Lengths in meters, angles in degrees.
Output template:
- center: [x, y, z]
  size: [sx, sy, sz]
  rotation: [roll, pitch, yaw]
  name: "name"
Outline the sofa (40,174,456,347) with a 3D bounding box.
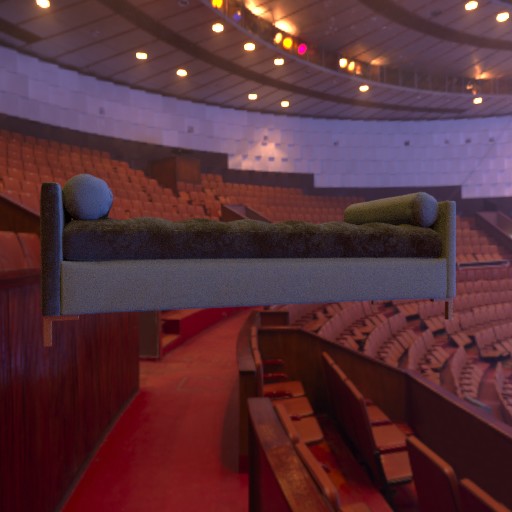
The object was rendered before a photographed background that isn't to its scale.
- center: [0.000, 0.000, 2.453]
  size: [2.102, 0.705, 0.796]
  rotation: [0, 1, -20]
  name: "sofa"
